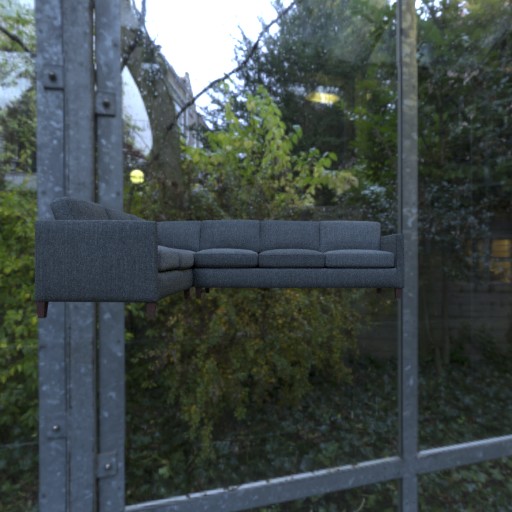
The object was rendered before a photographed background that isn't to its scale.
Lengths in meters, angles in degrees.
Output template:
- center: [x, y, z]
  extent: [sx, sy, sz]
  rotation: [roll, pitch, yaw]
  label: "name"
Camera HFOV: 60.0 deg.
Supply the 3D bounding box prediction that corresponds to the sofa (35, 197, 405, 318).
- center: [0.000, 0.000, 4.532]
  extent: [3.302, 0.947, 2.593]
  rotation: [0, 0, 1]
  label: "sofa"
